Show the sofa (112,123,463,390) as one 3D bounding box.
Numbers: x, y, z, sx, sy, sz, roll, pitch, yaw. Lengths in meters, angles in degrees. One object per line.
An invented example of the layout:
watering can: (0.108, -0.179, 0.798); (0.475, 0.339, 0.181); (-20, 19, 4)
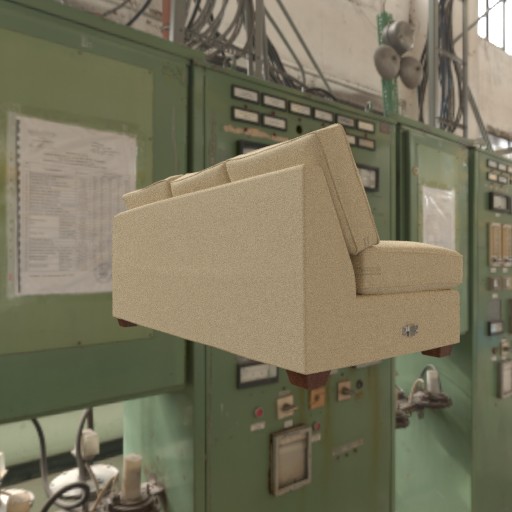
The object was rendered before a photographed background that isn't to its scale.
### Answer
sofa: (0.000, 0.000, 2.556); (1.034, 0.946, 1.963); (0, -1, -36)
